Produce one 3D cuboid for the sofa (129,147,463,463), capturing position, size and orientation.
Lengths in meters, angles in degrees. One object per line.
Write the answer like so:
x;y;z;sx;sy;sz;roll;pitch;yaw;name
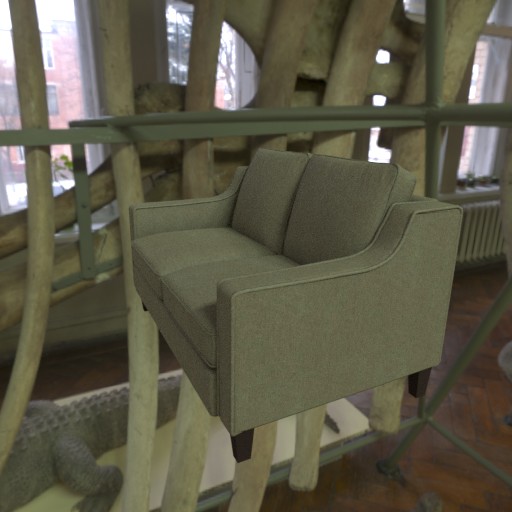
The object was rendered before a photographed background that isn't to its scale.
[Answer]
0.000;0.000;2.176;0.985;0.981;1.503;-9;20;-25;sofa
